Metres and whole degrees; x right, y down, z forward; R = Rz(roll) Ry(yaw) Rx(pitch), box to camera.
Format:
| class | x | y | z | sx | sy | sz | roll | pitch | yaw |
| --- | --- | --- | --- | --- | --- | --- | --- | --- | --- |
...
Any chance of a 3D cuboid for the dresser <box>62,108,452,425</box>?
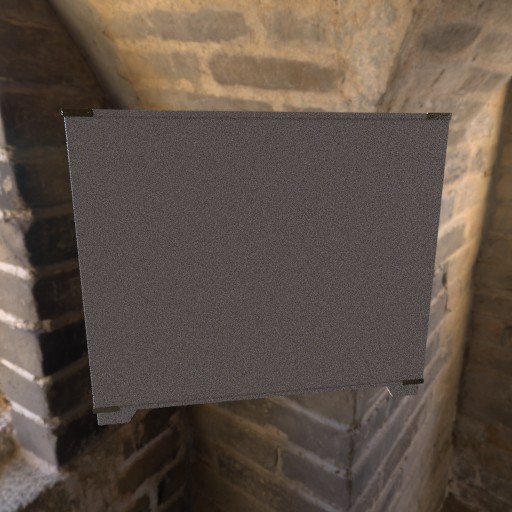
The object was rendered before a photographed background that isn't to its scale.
| class | x | y | z | sx | sy | sz | roll | pitch | yaw |
| --- | --- | --- | --- | --- | --- | --- | --- | --- | --- |
| dresser | 0.000 | 0.000 | 1.475 | 1.022 | 0.891 | 0.460 | -2 | 15 | -9 |
